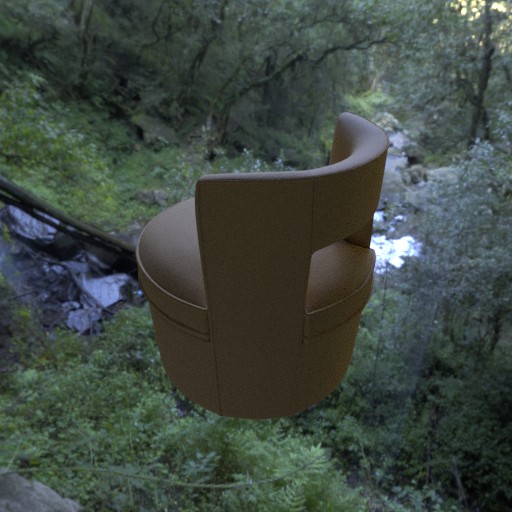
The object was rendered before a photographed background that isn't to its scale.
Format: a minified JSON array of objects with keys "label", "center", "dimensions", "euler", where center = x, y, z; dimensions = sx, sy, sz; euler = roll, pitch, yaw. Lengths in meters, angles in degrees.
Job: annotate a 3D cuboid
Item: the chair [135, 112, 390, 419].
[{"label":"chair","center":[0.000,0.000,1.260],"dimensions":[0.665,0.723,0.650],"euler":[22,38,31]}]
